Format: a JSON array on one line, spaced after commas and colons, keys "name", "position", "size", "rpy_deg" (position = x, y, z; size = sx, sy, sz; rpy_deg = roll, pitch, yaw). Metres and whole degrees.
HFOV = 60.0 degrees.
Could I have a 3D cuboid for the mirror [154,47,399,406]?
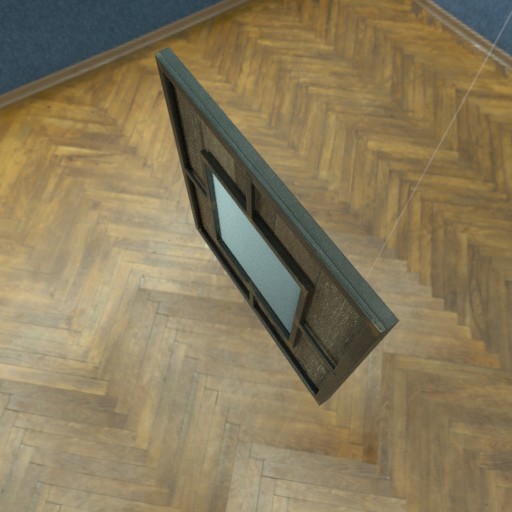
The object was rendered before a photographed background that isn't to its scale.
[{"name": "mirror", "position": [0.000, 0.000, 0.588], "size": [0.020, 0.381, 0.382], "rpy_deg": [-31, 67, -14]}]
